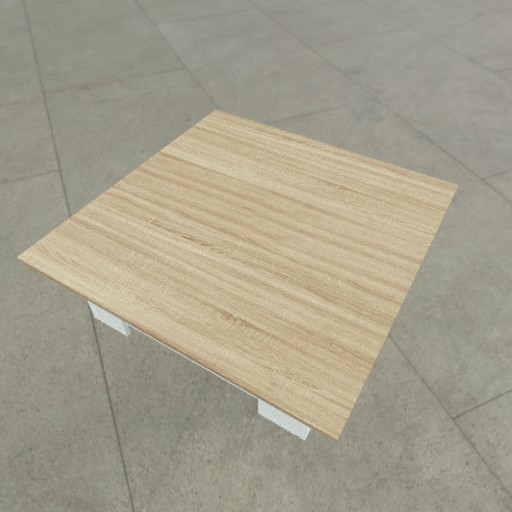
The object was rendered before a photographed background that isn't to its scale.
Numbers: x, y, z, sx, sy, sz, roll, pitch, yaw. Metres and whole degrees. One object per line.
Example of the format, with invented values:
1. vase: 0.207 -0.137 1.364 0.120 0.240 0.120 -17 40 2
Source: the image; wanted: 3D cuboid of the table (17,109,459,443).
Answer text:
1. table: 0.000 0.000 1.344 0.890 0.305 0.890 24 51 21
